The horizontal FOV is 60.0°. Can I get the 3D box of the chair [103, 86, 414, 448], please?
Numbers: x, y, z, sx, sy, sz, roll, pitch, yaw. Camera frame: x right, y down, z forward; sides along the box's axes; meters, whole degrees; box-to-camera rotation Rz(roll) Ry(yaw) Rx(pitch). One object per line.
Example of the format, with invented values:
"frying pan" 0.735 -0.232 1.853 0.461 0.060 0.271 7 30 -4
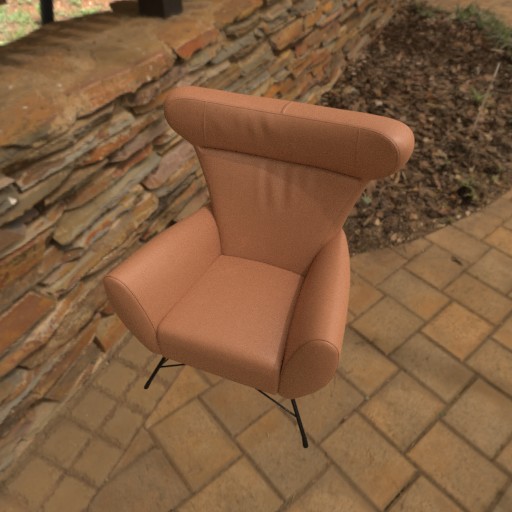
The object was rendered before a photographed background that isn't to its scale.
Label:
"chair" 0.000 0.000 1.803 0.980 1.050 0.900 15 45 15
